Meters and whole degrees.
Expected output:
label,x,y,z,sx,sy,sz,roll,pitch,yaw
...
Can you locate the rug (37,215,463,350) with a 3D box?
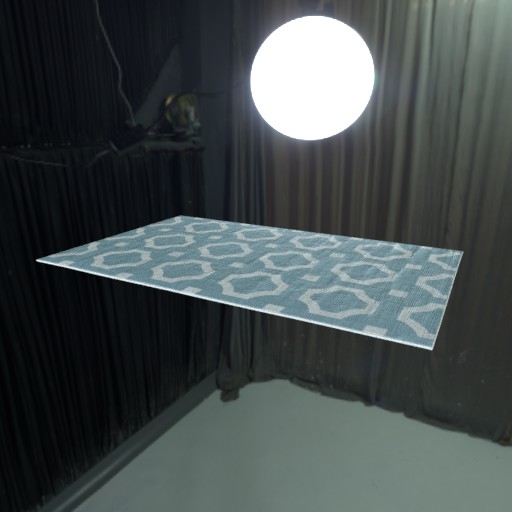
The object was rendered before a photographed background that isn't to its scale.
label,x,y,z,sx,sy,sz,roll,pitch,yaw
rug,0.000,0.000,2.983,2.443,0.015,1.528,9,20,27
